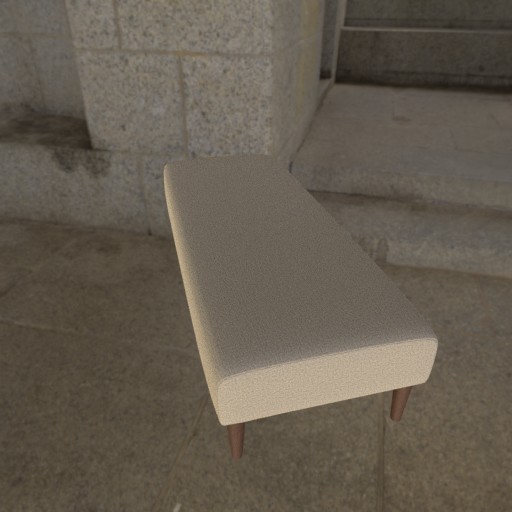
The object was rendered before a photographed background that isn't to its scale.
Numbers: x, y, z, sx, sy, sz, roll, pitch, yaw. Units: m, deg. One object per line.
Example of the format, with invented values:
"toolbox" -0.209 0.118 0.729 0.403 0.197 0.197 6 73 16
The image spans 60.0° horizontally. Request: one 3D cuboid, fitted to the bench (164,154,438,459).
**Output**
"bench" 0.000 0.000 1.866 0.646 0.393 1.609 -8 31 -13
